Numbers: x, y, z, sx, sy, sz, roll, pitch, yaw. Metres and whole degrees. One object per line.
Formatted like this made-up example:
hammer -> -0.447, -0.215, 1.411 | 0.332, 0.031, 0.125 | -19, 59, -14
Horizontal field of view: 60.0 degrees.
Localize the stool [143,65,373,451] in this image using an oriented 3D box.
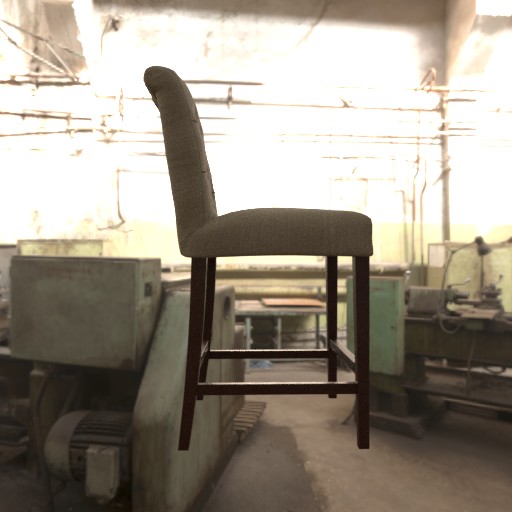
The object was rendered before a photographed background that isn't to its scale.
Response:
stool -> 0.000, 0.000, 1.467 | 0.660, 1.084, 0.486 | 0, 0, -1
